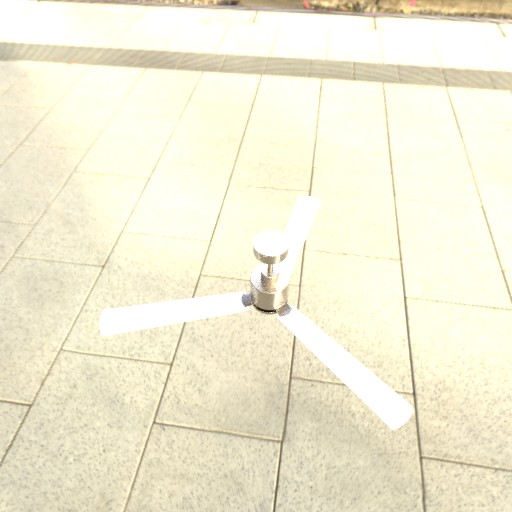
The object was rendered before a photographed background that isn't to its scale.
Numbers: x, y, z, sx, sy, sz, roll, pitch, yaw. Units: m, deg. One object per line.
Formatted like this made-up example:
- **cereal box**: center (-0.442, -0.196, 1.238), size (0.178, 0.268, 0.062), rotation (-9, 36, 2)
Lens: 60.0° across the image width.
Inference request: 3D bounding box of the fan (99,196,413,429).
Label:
- **fan**: center (0.000, 0.000, 2.336), size (1.561, 0.446, 1.531), rotation (5, 47, 4)
